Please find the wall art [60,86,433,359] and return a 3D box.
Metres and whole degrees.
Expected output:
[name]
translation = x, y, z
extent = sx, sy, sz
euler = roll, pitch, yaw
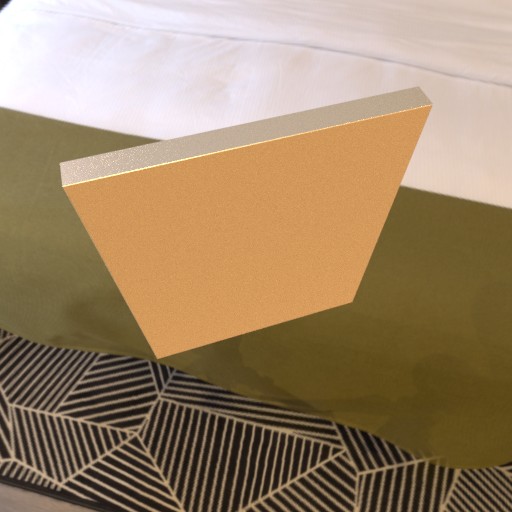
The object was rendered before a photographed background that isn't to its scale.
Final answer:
[wall art]
translation = 0.000, 0.000, 0.758
extent = 0.452, 0.549, 0.038
euler = -15, 59, -9
